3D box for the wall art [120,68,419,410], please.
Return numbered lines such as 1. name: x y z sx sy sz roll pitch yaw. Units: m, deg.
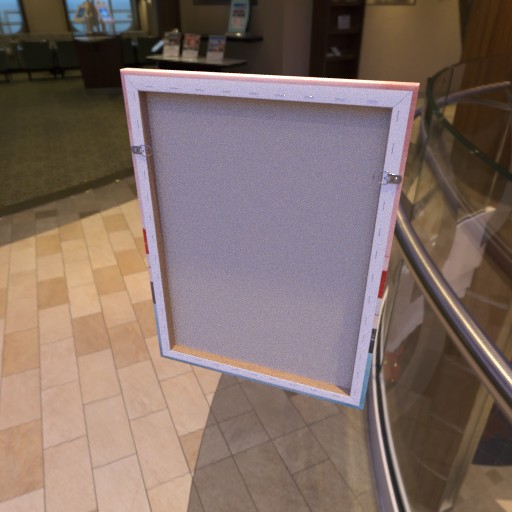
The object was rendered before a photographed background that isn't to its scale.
1. wall art: 0.000 0.000 1.337 0.761 1.016 0.039 10 31 17
